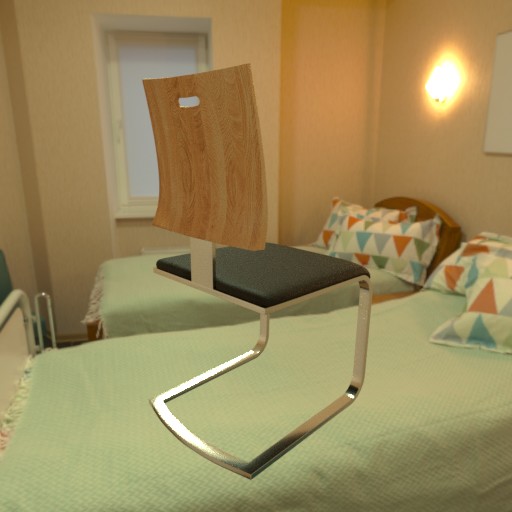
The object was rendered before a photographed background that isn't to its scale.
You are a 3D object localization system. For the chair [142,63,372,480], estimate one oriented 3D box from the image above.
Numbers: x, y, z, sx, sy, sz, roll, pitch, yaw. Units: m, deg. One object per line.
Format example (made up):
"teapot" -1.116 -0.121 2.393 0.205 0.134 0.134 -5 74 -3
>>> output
"chair" 0.000 0.000 1.258 0.462 0.936 0.560 15 21 43
